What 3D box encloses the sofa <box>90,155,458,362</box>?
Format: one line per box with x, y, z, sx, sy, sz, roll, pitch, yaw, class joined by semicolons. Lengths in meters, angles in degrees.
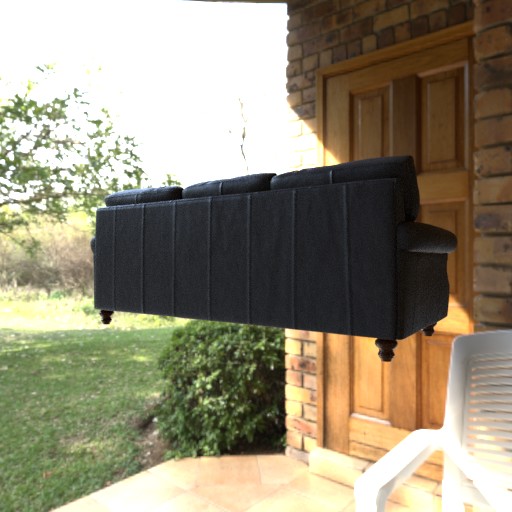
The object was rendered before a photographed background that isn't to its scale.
0.000;0.000;2.951;2.387;0.977;0.974;0;0;34;sofa
